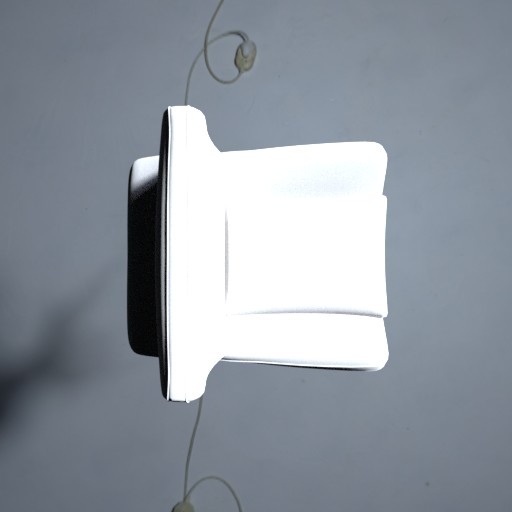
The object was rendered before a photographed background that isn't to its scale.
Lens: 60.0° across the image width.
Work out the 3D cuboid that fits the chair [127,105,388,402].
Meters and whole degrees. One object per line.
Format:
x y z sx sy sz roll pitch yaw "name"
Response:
0.000 0.000 1.660 1.008 0.855 0.859 0 89 -1 "chair"
